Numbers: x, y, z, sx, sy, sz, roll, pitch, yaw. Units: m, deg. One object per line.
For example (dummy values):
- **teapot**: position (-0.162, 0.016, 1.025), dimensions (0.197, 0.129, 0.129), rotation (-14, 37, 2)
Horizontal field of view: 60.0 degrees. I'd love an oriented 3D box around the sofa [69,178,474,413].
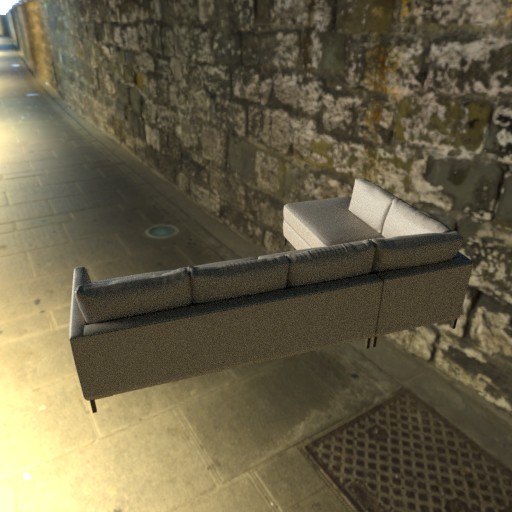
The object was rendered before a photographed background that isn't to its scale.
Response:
- **sofa**: position (0.000, 0.000, 3.182), dimensions (2.423, 0.703, 1.617), rotation (-9, 29, -16)
